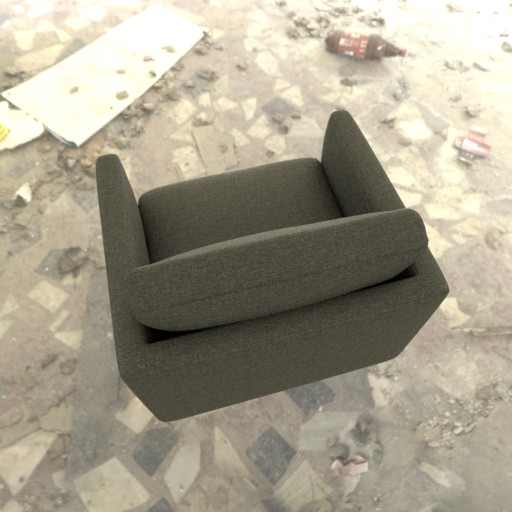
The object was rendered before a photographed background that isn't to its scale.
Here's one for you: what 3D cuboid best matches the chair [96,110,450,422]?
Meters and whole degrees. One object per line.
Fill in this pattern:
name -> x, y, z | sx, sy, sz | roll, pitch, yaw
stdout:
chair -> 0.000, 0.000, 1.827 | 1.107, 0.963, 0.959 | -13, 59, -8
